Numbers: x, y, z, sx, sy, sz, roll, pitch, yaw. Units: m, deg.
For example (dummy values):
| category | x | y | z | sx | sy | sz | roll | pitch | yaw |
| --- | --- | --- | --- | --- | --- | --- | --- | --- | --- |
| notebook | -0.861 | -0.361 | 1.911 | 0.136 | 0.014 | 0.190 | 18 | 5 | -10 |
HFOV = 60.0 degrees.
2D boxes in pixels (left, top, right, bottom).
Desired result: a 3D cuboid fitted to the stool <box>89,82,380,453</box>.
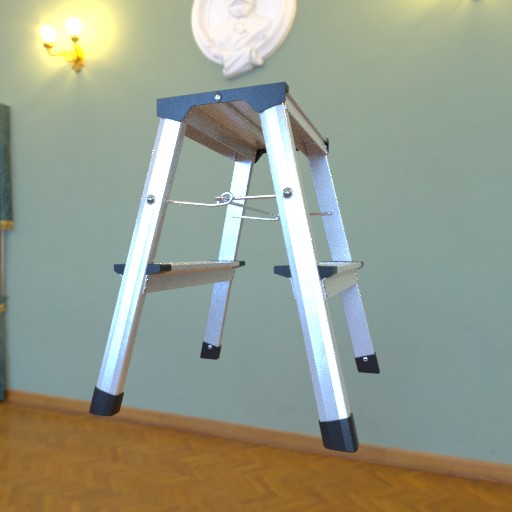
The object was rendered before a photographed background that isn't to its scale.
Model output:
| category | x | y | z | sx | sy | sz | roll | pitch | yaw |
| --- | --- | --- | --- | --- | --- | --- | --- | --- | --- |
| stool | 0.000 | 0.000 | 0.796 | 0.405 | 0.480 | 0.404 | 0 | 0 | 20 |
